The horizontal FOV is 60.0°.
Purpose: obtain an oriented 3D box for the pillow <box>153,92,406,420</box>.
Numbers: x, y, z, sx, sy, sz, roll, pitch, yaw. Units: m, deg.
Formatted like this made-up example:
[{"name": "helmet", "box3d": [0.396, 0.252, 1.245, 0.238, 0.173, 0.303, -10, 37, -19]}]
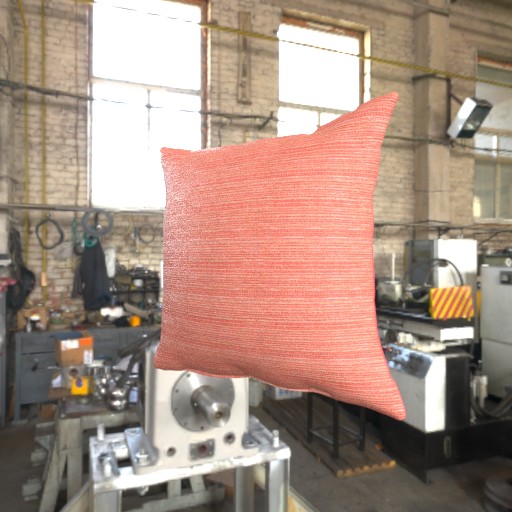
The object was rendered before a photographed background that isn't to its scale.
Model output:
[{"name": "pillow", "box3d": [0.000, 0.000, 0.834, 0.559, 0.501, 0.229, 0, -1, 36]}]
